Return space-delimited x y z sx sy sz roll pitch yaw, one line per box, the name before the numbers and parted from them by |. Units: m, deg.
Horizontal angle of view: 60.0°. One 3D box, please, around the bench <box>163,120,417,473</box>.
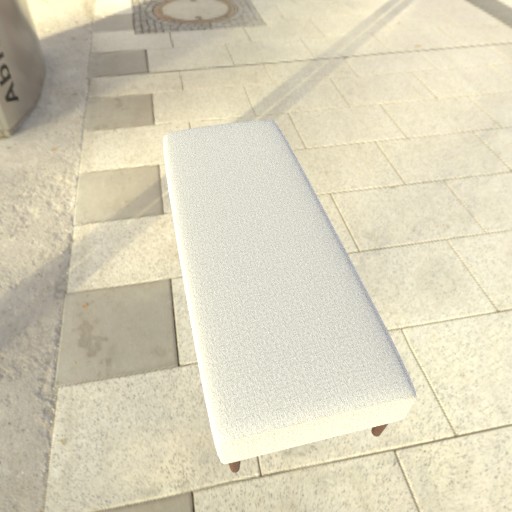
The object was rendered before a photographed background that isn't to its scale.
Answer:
bench | 0.000 0.000 1.879 0.631 0.383 1.598 -10 47 -9
